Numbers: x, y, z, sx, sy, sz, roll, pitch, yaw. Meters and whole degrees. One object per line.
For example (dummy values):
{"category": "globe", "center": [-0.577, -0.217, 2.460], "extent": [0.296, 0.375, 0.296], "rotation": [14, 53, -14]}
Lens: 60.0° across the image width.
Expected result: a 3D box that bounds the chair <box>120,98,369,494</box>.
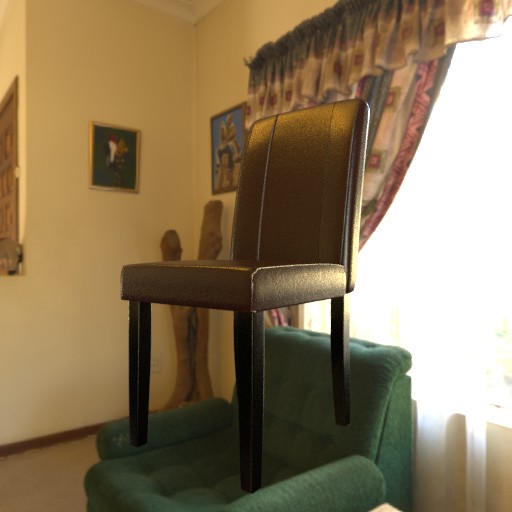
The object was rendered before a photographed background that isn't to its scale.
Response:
{"category": "chair", "center": [0.000, 0.000, 1.148], "extent": [0.399, 0.897, 0.556], "rotation": [0, 0, 36]}
